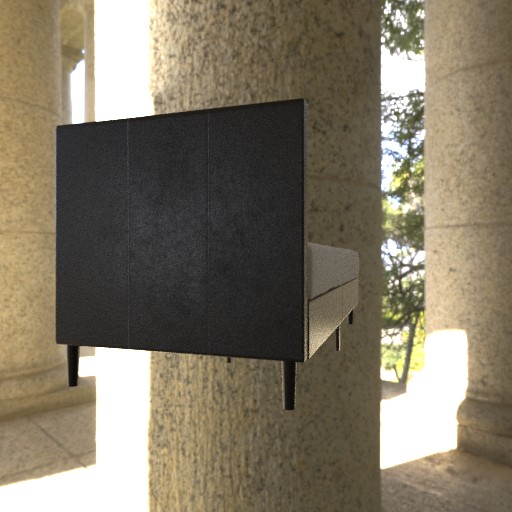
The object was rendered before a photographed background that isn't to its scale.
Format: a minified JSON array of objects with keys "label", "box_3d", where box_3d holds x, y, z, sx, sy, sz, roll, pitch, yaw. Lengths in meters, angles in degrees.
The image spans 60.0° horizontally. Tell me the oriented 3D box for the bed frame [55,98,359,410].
[{"label":"bed frame","box_3d":[0.000,0.000,2.477,1.038,1.046,2.152,0,0,18]}]
